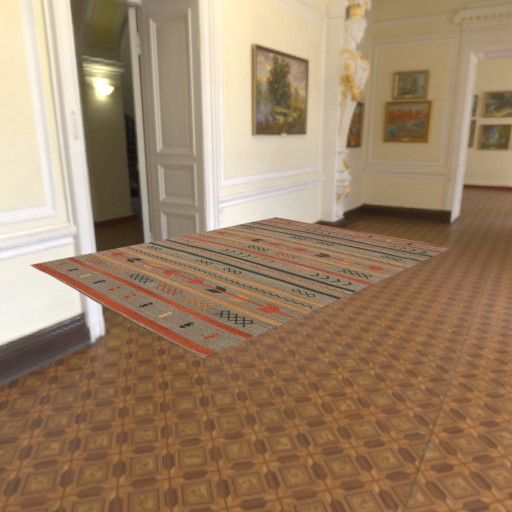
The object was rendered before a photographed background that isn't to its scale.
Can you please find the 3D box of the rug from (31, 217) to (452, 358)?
[{"bbox_3d":[0.000,0.000,3.921,2.263,0.022,3.029,15,21,43],"label":"rug"}]
